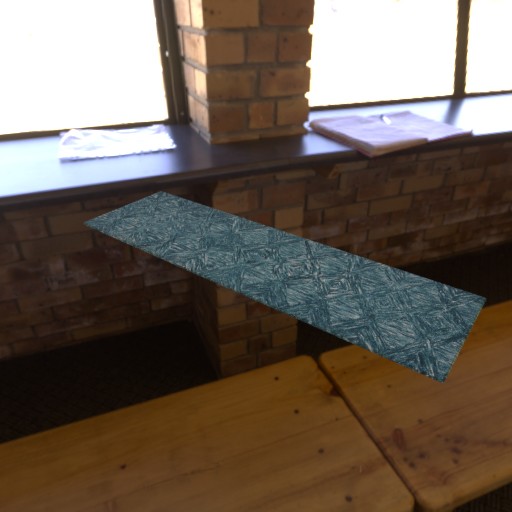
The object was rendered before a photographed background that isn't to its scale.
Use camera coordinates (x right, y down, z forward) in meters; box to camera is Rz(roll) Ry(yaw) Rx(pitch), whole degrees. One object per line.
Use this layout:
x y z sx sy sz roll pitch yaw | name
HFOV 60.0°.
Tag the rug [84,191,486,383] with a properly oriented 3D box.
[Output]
0.000 0.000 2.508 2.286 0.016 0.676 21 36 31 | rug
